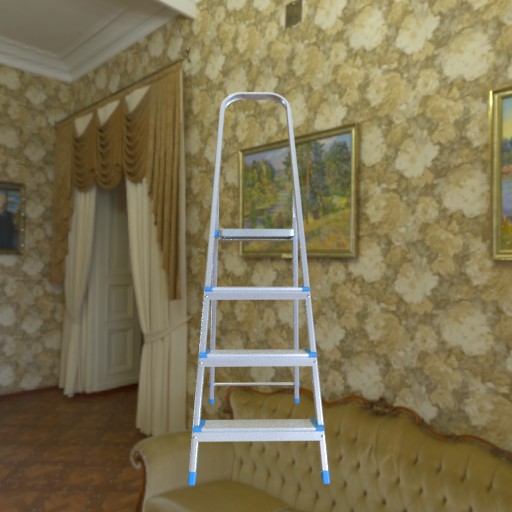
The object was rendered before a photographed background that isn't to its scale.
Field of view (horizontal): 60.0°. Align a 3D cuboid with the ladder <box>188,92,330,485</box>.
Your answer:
[{"bbox_3d":[0.000,0.000,1.807,0.445,1.434,0.842,0,-1,-1],"label":"ladder"}]
